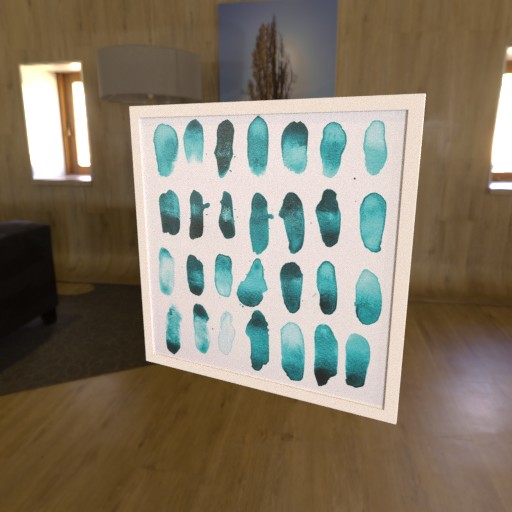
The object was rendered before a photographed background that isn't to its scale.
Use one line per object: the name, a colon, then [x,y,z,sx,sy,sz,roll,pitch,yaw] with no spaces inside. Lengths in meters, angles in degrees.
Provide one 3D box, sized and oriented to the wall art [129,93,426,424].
wall art: [0.000,0.000,0.844,0.558,0.559,0.009,7,16,25]
